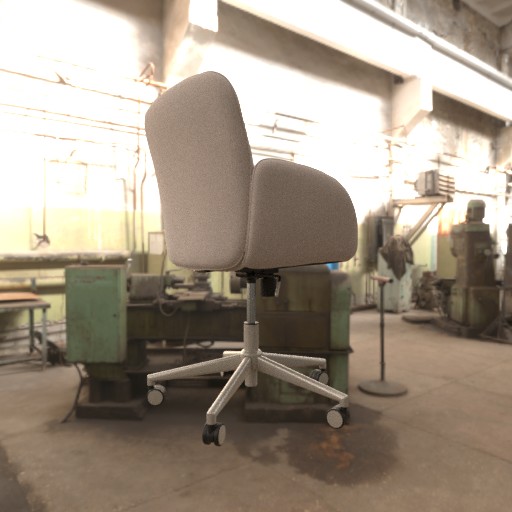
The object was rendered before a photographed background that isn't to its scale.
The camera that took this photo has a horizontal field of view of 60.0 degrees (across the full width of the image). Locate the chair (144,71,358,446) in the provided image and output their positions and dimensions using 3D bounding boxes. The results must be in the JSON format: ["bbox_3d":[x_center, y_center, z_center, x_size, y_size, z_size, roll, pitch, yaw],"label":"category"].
[{"bbox_3d":[0.000,0.000,1.437,0.633,0.959,0.648,-1,2,-36],"label":"chair"}]
